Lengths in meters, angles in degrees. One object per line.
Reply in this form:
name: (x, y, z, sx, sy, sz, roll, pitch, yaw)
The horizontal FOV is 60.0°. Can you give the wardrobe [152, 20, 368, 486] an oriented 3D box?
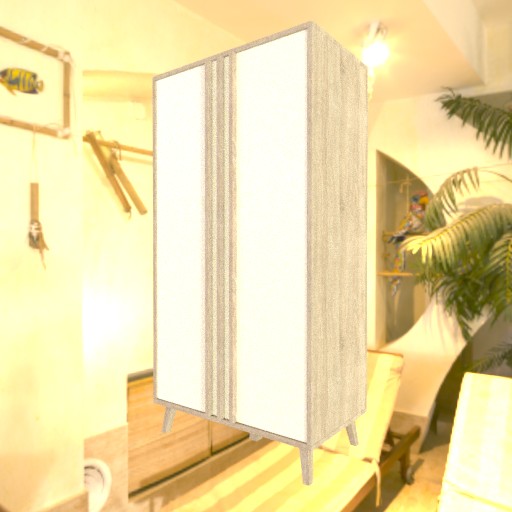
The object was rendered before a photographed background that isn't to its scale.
wardrobe: (0.000, 0.000, 2.364, 1.000, 1.960, 0.600, 1, 1, 37)
